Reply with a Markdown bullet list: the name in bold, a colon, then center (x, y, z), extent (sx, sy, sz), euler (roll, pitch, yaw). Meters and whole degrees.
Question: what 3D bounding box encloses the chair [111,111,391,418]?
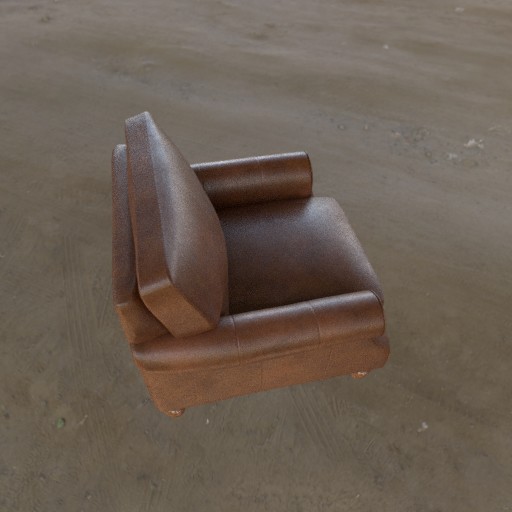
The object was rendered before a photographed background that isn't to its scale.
- **chair**: center (0.000, 0.000, 1.785), extent (0.992, 0.972, 0.989), euler (-9, 49, -8)
